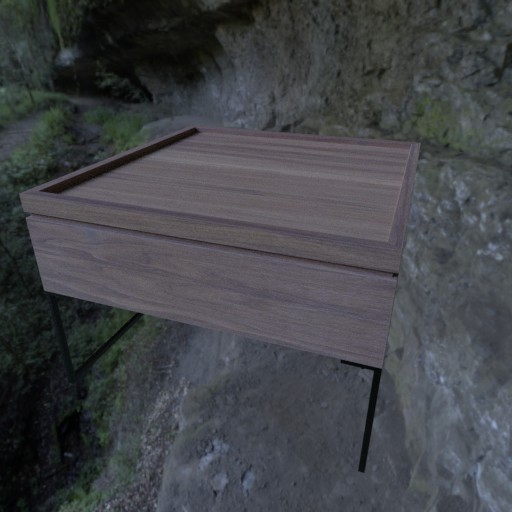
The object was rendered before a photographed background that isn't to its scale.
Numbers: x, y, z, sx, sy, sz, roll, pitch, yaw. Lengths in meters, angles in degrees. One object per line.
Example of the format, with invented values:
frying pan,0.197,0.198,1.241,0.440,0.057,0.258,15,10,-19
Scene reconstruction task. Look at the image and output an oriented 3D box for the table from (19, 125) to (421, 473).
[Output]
table,0.000,0.000,1.096,0.679,0.464,0.676,10,29,18
